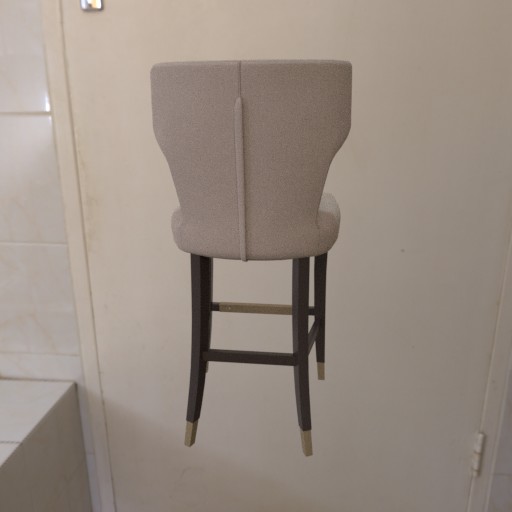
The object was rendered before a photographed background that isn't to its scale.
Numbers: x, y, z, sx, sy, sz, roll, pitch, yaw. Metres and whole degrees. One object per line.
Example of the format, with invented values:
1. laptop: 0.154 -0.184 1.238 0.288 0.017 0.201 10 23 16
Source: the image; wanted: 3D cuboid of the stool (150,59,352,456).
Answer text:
1. stool: 0.000 0.000 1.401 0.526 1.092 0.563 2 16 6
